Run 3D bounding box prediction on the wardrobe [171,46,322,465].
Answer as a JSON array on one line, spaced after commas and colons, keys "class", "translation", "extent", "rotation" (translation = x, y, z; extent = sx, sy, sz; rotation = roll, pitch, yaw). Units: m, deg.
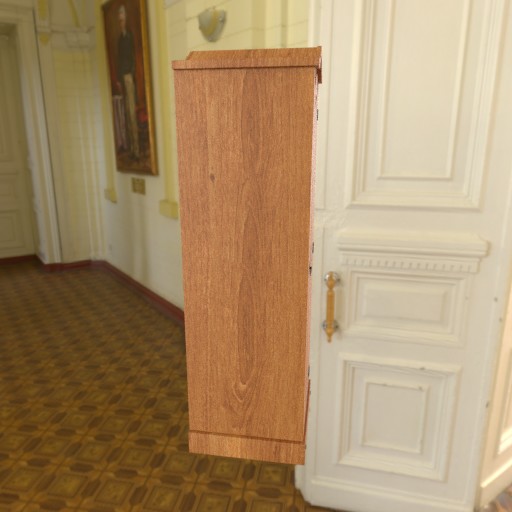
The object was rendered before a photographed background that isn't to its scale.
[{"class": "wardrobe", "translation": [0.000, 0.000, 2.177], "extent": [0.570, 1.870, 0.590], "rotation": [2, 15, 9]}]
